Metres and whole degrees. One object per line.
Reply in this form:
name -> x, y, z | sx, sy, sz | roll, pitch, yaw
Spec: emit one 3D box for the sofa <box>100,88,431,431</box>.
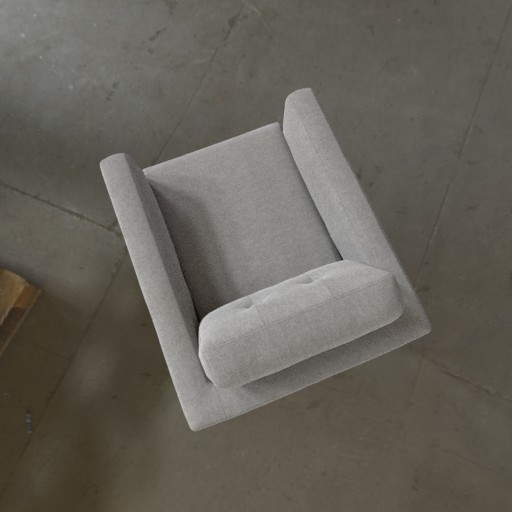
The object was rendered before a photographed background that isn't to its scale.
sofa -> 0.000, 0.000, 1.561 | 0.770, 0.860, 0.920 | -21, 76, -6
